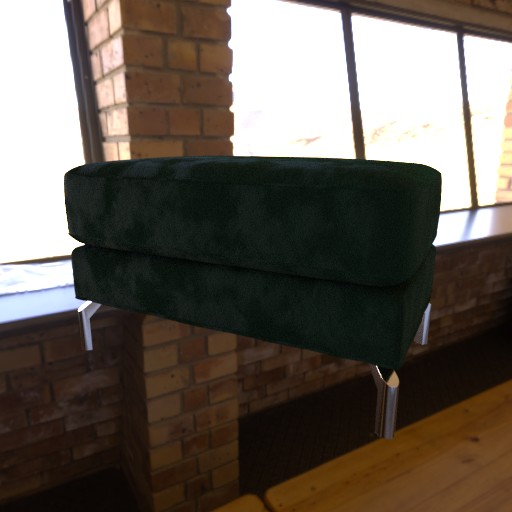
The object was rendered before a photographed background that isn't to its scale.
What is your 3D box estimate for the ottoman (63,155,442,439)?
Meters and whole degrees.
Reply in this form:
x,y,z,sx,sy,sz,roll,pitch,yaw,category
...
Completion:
x,y,z,sx,sy,sz,roll,pitch,yaw,category
0.000,0.000,1.214,0.886,0.533,0.536,7,16,26,ottoman
